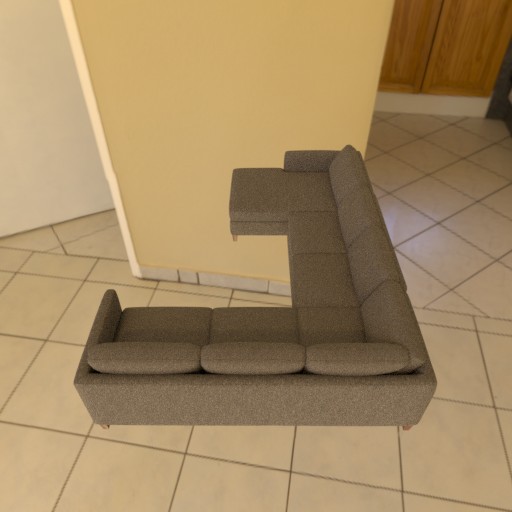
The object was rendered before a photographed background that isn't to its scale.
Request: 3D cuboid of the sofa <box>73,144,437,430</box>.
[{"bbox_3d":[0.000,0.000,4.383,2.551,0.853,3.238,0,42,0],"label":"sofa"}]
